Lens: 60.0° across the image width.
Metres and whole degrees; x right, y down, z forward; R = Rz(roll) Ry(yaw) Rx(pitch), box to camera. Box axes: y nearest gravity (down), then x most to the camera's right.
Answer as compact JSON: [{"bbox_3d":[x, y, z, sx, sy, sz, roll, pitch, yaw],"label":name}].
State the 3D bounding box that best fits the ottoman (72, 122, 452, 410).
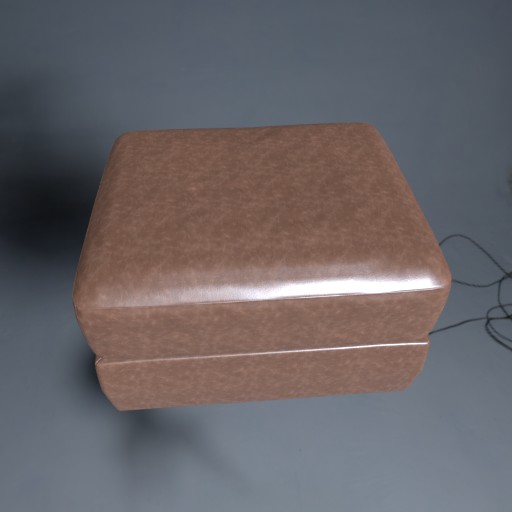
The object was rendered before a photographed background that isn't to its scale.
[{"bbox_3d":[0.000,0.000,1.129,0.751,0.476,0.603,-3,46,-3],"label":"ottoman"}]
